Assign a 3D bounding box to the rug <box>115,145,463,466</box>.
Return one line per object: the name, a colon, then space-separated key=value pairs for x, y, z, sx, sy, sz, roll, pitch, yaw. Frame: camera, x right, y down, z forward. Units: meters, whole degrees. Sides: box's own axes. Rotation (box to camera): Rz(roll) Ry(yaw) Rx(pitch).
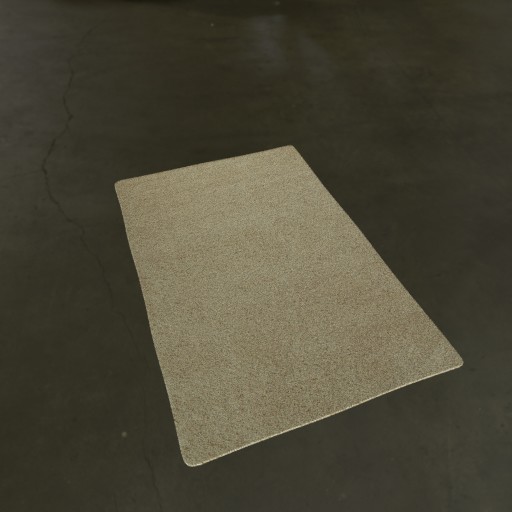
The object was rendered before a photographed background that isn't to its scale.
rug: x=0.000 y=0.000 z=3.444 sx=1.801 sy=0.024 sz=2.700 roll=-15 pitch=48 yaw=-14
